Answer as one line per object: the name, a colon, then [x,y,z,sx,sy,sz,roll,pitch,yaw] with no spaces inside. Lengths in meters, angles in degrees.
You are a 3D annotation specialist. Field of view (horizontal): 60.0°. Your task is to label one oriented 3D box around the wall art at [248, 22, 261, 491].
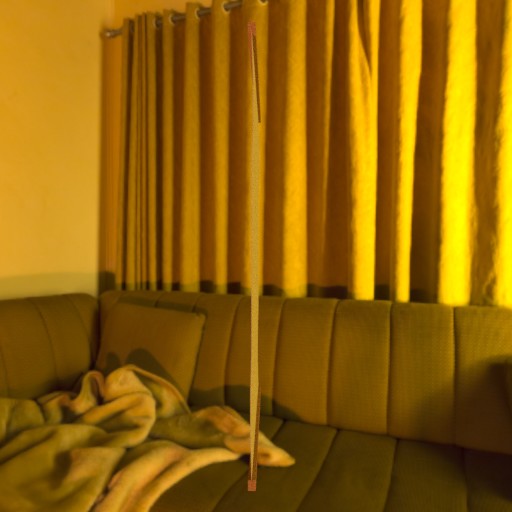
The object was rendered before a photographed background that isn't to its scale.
wall art: [0.000,0.000,1.944,0.025,1.521,1.011,0,1,2]
